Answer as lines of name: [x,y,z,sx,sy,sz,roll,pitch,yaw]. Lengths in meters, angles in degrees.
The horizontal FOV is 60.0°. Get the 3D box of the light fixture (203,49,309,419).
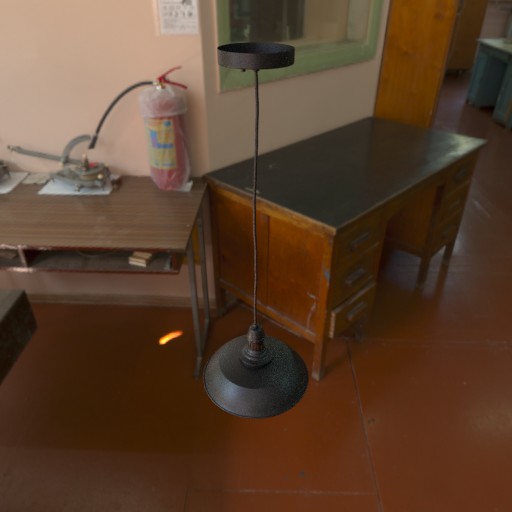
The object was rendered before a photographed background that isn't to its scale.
light fixture: [0.000,0.000,1.158,0.331,0.993,0.331,21,38,30]
